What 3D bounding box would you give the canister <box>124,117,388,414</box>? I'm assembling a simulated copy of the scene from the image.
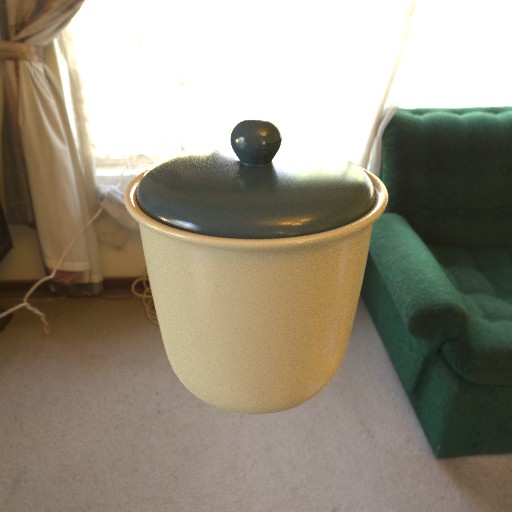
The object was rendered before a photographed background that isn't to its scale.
[{"bbox_3d":[0.000,0.000,0.343,0.182,0.208,0.182,0,29,0],"label":"canister"}]
